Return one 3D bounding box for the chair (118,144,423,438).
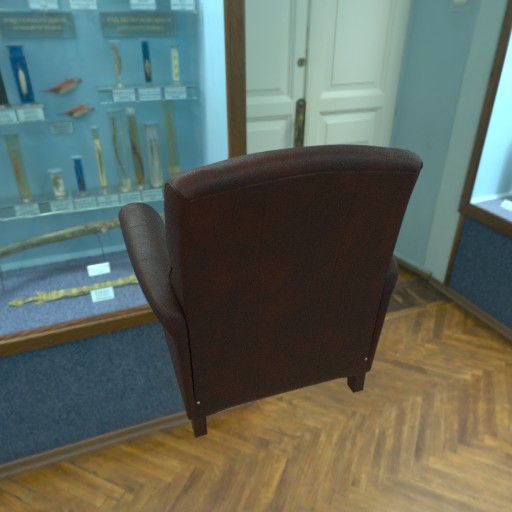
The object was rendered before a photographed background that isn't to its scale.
[{"bbox_3d":[0.000,0.000,1.761,0.978,1.061,0.902,-10,30,-17],"label":"chair"}]
